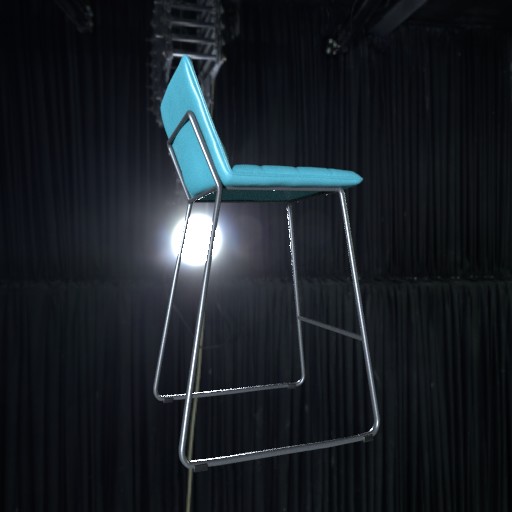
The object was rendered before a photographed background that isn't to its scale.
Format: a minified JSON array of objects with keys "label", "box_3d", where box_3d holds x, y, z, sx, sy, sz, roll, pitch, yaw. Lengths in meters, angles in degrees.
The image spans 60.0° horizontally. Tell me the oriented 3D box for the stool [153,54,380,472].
[{"label":"stool","box_3d":[0.000,0.000,1.267,0.524,0.936,0.489,0,1,-20]}]
